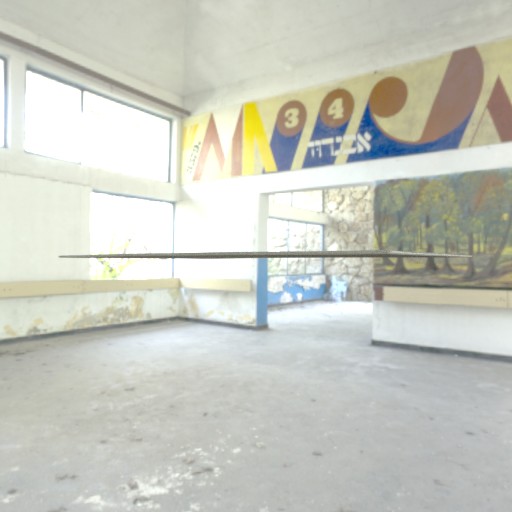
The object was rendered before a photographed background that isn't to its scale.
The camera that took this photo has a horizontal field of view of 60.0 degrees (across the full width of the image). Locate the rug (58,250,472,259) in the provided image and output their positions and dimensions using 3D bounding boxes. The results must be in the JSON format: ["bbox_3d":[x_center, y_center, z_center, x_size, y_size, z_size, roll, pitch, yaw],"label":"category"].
[{"bbox_3d":[0.000,0.000,3.121,2.498,0.022,1.535,-1,-1,37],"label":"rug"}]
